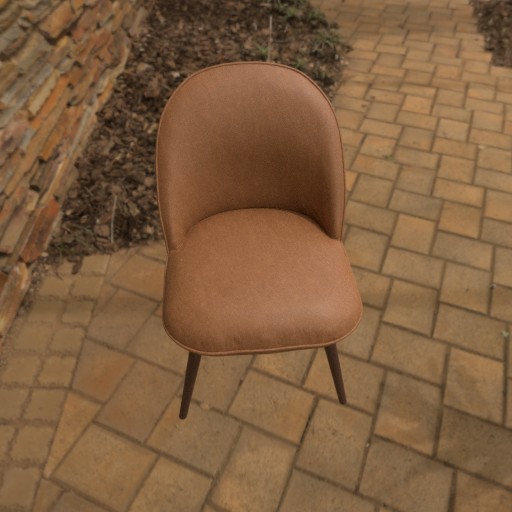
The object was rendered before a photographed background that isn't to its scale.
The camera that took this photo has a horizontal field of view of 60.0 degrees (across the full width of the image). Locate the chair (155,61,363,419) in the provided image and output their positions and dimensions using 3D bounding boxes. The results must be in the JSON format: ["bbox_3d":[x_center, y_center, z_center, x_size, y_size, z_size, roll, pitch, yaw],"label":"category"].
[{"bbox_3d":[0.000,0.000,1.246,0.521,0.831,0.631,-4,46,-4],"label":"chair"}]
